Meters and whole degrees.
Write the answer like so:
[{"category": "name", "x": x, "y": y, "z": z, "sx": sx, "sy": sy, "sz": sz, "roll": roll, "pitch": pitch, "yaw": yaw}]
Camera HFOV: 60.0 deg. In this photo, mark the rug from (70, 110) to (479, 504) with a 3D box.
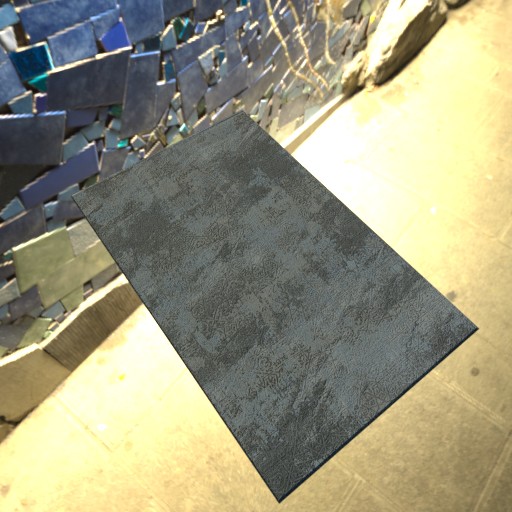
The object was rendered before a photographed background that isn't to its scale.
[{"category": "rug", "x": 0.000, "y": 0.000, "z": 2.933, "sx": 1.536, "sy": 0.012, "sz": 2.431, "roll": -32, "pitch": 64, "yaw": -18}]
